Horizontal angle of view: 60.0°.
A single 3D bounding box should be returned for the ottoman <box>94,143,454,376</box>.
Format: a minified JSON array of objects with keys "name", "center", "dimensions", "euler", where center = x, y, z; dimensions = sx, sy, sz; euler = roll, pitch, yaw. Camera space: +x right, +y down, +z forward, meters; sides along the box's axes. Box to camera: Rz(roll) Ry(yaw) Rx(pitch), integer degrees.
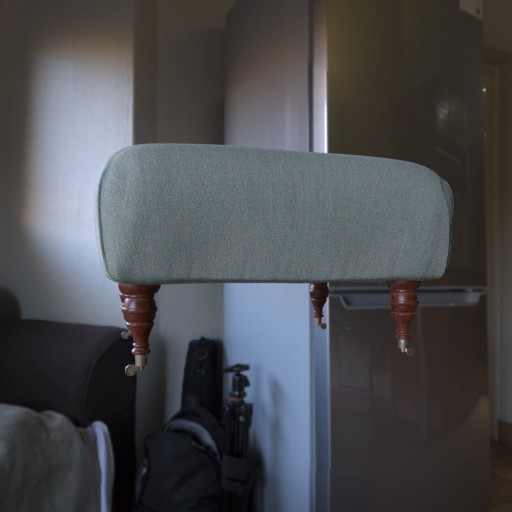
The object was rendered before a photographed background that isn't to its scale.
[{"name":"ottoman","center":[0.000,0.000,1.105],"dimensions":[0.747,0.450,0.622],"euler":[0,-1,-18]}]
